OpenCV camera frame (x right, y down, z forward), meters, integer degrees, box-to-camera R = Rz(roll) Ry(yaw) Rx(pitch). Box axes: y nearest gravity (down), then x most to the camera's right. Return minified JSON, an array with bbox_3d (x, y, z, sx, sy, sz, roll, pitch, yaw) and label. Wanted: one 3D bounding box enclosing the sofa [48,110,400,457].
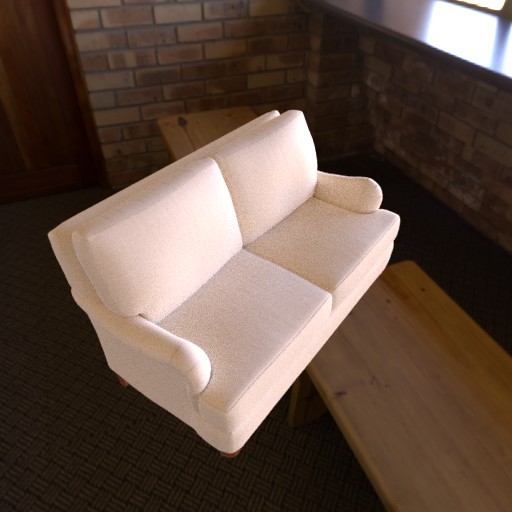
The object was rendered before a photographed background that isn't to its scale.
[{"bbox_3d":[0.000,0.000,2.592,1.084,1.101,1.853,26,46,27],"label":"sofa"}]
